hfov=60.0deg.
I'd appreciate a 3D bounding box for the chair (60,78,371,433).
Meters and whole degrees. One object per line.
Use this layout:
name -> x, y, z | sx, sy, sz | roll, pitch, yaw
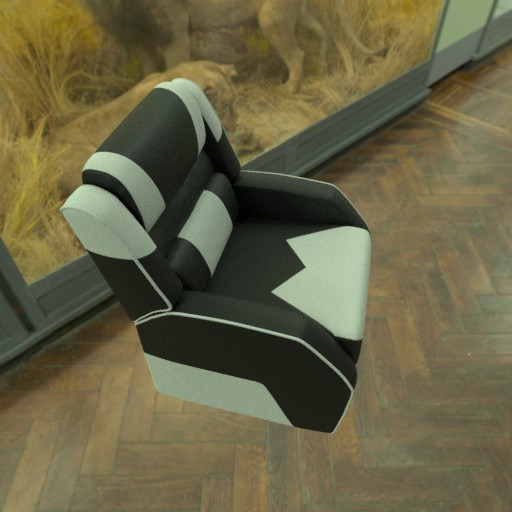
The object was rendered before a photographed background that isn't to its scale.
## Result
chair -> 0.000, 0.000, 1.289 | 0.672, 0.805, 0.620 | 10, 47, 10
